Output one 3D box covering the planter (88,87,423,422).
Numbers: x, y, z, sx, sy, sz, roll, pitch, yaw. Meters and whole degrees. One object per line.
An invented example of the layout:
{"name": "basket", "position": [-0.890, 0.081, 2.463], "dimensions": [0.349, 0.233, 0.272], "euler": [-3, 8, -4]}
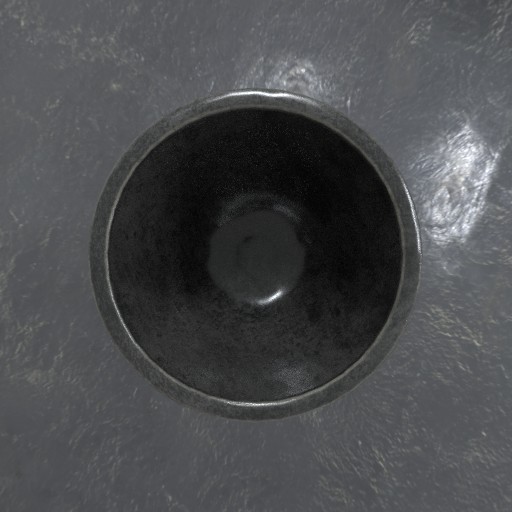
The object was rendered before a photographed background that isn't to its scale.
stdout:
{"name": "planter", "position": [0.000, 0.000, 0.245], "dimensions": [0.140, 0.129, 0.140], "euler": [0, 89, 0]}
